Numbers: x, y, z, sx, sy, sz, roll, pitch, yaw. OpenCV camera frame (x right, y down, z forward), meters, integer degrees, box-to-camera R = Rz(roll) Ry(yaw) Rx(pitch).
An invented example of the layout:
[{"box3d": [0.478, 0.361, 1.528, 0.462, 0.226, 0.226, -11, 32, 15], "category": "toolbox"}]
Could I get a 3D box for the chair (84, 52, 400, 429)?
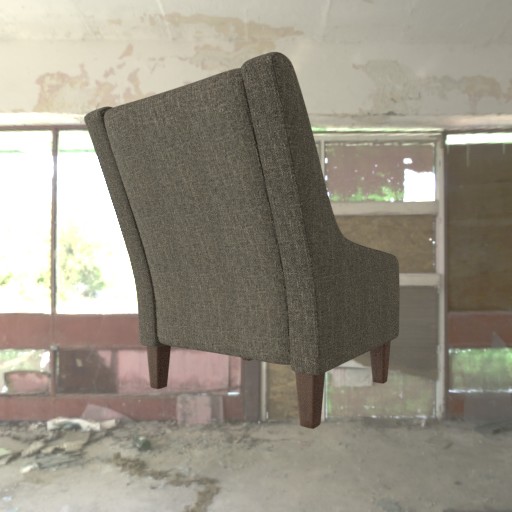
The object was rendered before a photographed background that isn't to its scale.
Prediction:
[{"box3d": [0.000, 0.000, 1.660, 0.793, 1.012, 0.944, 0, 0, 36], "category": "chair"}]
